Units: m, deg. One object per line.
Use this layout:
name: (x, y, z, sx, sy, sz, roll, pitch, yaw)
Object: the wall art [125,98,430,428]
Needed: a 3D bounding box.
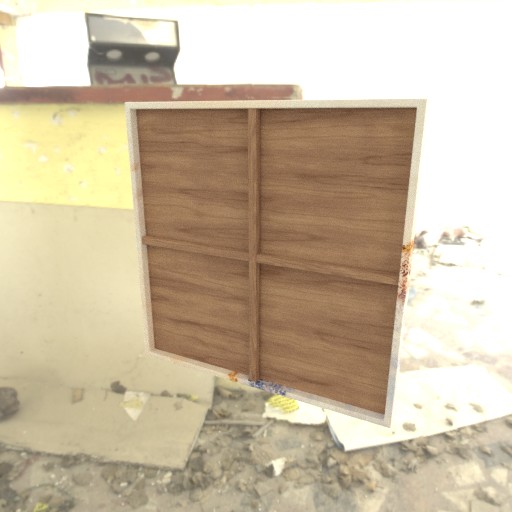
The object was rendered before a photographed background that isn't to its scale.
wall art: (0.000, 0.000, 1.604, 1.061, 1.061, 0.071, 9, 20, 26)
